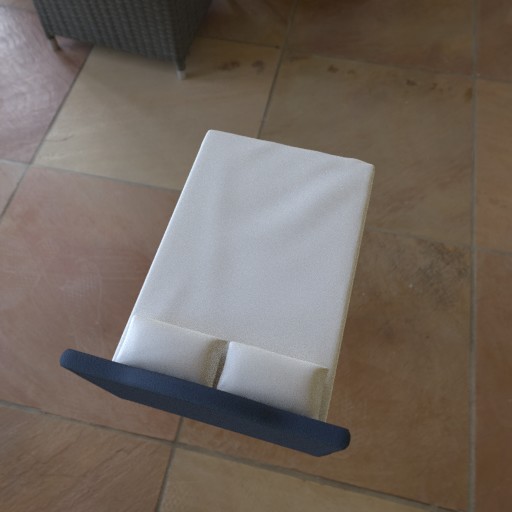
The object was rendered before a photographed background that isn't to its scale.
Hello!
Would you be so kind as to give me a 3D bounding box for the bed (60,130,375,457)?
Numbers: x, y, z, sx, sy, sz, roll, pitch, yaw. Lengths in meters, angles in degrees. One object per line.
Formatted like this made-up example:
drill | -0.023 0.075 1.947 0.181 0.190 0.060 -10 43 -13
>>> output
bed | 0.000 0.000 3.506 1.741 1.441 2.507 14 65 7
